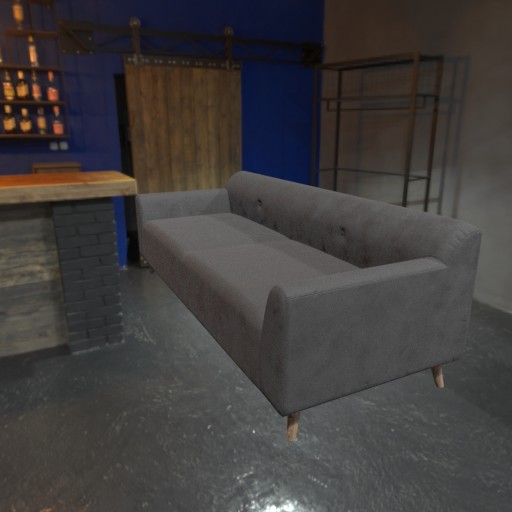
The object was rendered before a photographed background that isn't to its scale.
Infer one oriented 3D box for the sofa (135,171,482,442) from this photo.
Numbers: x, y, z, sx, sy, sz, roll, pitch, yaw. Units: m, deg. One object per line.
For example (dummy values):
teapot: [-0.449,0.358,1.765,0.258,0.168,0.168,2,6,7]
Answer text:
sofa: [0.000,0.000,2.561,0.900,0.740,2.190,-8,19,-25]
